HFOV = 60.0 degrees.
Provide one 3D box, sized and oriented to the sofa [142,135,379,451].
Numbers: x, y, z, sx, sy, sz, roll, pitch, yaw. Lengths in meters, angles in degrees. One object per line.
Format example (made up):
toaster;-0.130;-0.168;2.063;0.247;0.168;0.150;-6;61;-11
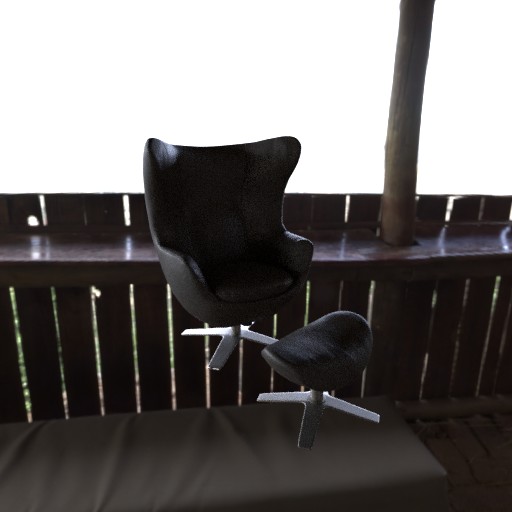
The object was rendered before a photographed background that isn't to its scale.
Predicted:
sofa;0.000;0.000;2.208;0.894;1.135;1.444;-8;18;-26
